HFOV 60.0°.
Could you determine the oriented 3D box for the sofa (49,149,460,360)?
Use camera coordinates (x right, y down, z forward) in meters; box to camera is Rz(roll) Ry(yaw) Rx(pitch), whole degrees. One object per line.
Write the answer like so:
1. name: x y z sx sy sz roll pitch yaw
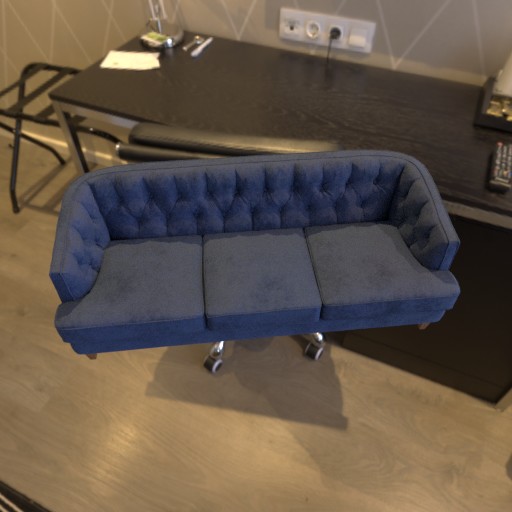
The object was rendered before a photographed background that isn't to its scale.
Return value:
1. sofa: 0.000 0.000 2.757 2.278 0.855 0.941 -4 48 -4
